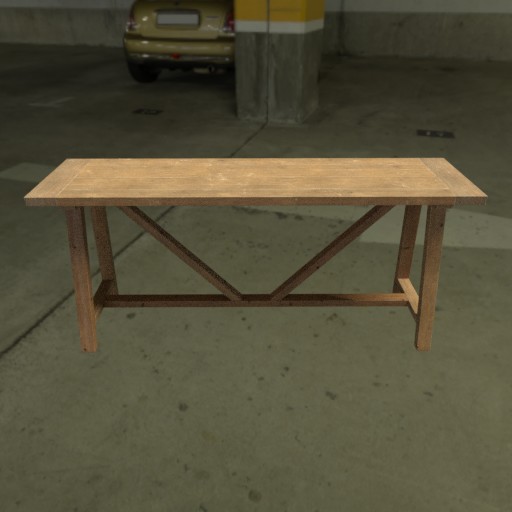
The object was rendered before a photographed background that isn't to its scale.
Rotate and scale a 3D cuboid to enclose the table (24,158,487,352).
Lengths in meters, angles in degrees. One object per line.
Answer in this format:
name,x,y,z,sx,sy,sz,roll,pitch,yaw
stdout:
table,0.000,0.000,2.125,1.800,0.810,0.465,0,31,0
